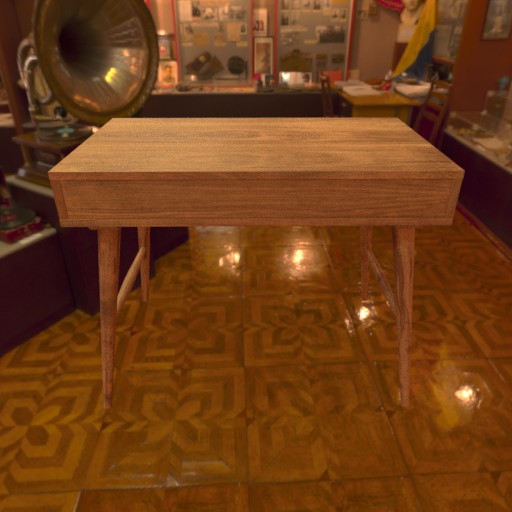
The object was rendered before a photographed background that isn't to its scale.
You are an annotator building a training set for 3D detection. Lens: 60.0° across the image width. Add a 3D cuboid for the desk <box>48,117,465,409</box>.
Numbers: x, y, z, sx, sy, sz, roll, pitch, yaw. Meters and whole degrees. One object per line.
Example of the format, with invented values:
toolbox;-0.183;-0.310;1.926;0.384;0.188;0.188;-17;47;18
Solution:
desk;0.000;0.000;1.435;0.949;0.758;0.588;0;30;0
